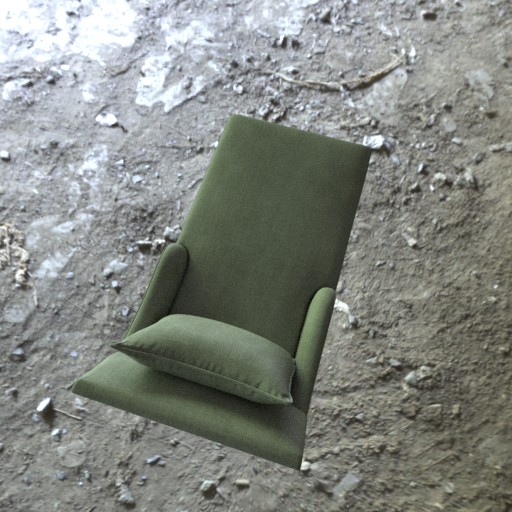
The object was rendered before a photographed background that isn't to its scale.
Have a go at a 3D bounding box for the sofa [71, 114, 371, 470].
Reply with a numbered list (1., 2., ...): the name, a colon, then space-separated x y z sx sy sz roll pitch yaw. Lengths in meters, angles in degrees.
1. sofa: 0.000 0.000 2.269 0.894 0.859 1.779 16 67 7
